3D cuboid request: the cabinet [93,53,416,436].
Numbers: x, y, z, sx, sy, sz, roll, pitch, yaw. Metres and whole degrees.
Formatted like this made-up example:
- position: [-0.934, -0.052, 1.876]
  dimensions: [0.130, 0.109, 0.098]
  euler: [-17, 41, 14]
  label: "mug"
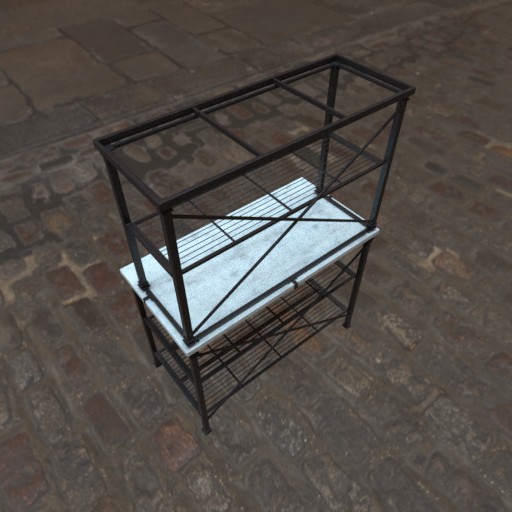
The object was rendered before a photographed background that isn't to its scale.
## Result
- position: [0.000, 0.000, 2.284]
  dimensions: [1.210, 1.659, 0.610]
  euler: [-30, 53, -26]
  label: "cabinet"
